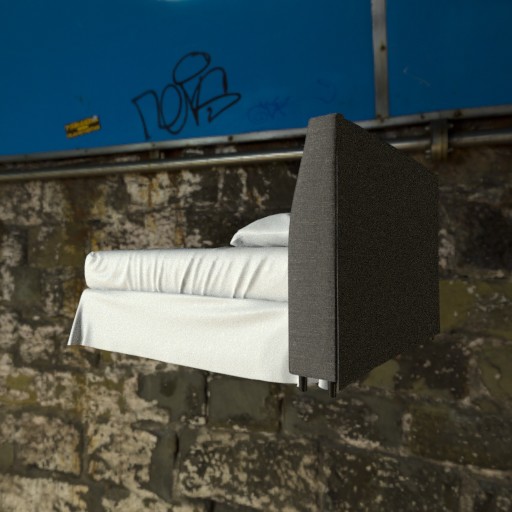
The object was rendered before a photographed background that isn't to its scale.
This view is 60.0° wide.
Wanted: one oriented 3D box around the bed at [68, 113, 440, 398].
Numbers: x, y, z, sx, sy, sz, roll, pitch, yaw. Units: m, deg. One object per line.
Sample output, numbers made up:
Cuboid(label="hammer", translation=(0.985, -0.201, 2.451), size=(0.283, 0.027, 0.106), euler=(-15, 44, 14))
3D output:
Cuboid(label="bed", translation=(0.000, 0.000, 3.424), size=(2.276, 1.332, 1.925), euler=(0, 0, 36))
